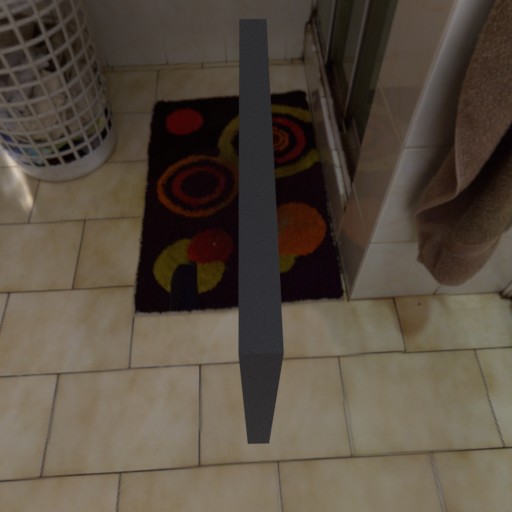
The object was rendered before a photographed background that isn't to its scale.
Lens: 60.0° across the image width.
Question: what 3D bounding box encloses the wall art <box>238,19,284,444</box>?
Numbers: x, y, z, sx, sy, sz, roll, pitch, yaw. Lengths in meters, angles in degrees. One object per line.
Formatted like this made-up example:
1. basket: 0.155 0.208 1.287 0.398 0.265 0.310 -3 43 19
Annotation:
1. wall art: 0.000 0.000 0.739 0.040 0.509 0.509 -1 59 -1
